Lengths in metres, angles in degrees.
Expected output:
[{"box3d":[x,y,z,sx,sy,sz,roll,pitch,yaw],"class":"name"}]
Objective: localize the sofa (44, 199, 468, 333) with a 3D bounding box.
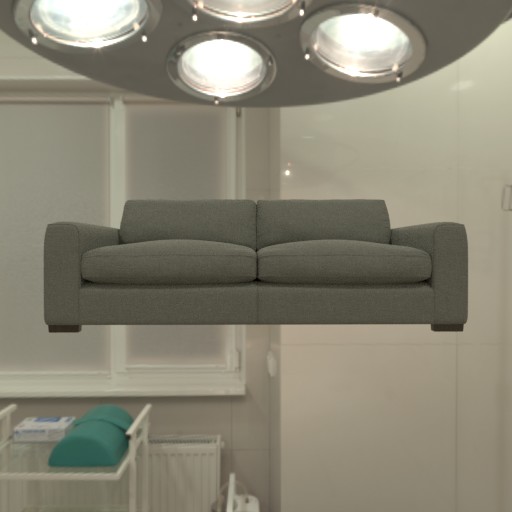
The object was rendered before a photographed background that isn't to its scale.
[{"box3d":[0.000,0.000,2.834,2.262,0.801,1.070,0,1,-1],"class":"sofa"}]
